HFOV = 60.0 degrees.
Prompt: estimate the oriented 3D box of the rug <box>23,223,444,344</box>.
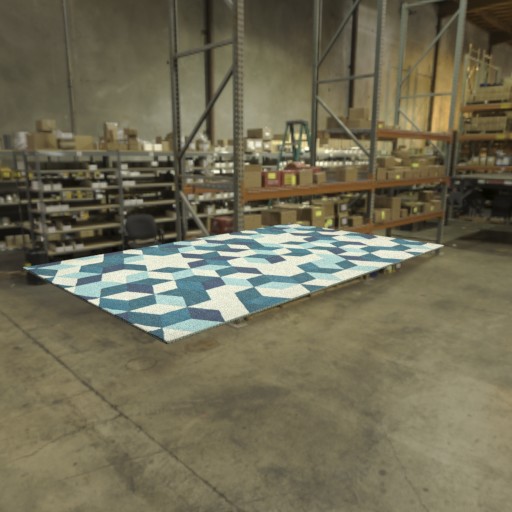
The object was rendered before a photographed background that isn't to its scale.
[{"bbox_3d":[0.000,0.000,2.972,1.518,0.015,2.438,13,18,43],"label":"rug"}]
